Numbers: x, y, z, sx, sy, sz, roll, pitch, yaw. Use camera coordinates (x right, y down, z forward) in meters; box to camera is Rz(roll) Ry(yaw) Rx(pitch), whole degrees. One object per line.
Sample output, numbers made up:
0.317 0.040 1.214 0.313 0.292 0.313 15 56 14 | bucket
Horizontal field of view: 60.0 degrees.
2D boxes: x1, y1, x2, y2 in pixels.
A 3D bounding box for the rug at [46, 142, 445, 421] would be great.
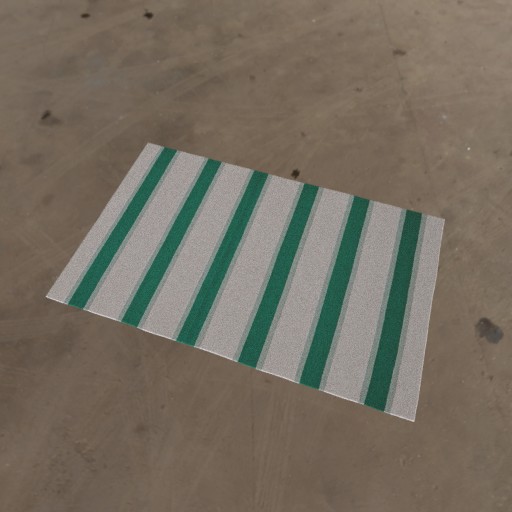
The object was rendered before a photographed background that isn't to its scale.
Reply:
0.000 0.000 3.112 2.436 0.015 1.521 16 60 10 | rug
